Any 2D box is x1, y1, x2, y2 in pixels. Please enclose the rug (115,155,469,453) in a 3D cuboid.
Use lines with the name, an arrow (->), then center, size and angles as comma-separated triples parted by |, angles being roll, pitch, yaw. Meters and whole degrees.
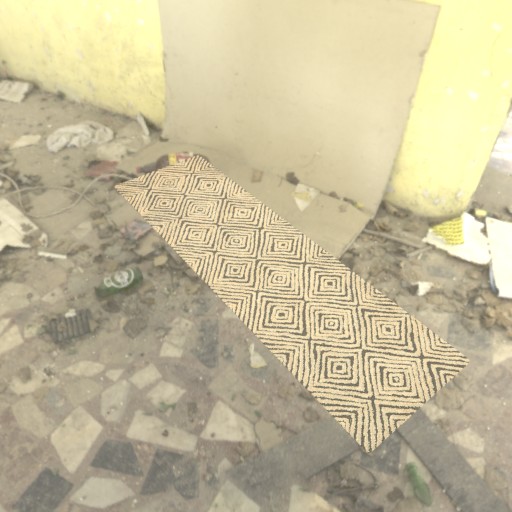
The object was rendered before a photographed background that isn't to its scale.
rug -> 0.000, 0.000, 2.496 | 0.676, 0.008, 2.277 | -28, 49, -27
